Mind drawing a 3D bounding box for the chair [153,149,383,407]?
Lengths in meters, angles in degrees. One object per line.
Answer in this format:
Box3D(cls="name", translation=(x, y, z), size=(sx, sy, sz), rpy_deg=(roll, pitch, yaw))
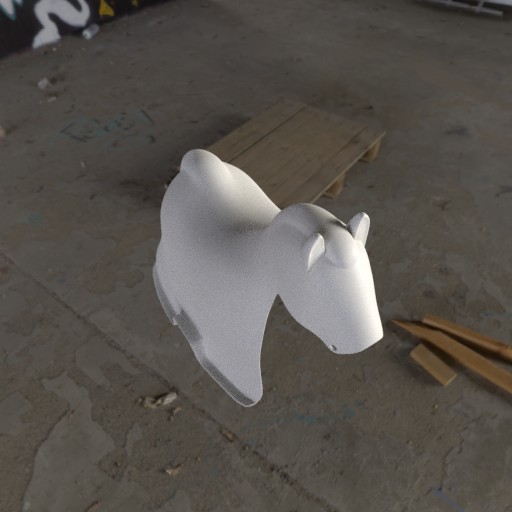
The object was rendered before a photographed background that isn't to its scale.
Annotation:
Box3D(cls="chair", translation=(0.000, 0.000, 1.133), size=(0.429, 0.612, 0.800), rpy_deg=(-25, 50, -22))
